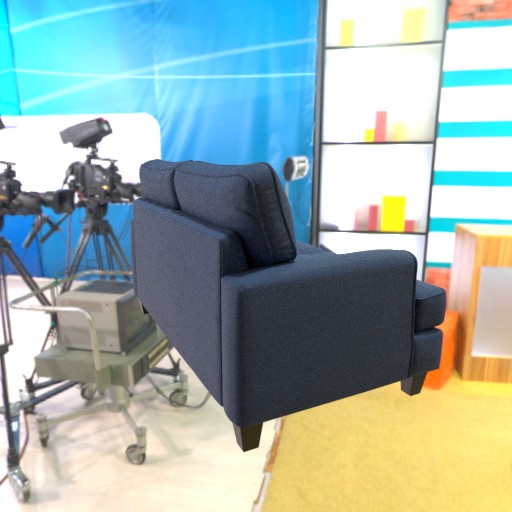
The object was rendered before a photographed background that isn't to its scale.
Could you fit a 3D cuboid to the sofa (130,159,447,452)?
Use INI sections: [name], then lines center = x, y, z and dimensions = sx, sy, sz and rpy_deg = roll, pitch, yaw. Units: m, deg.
[sofa]
center = 0.000, 0.000, 2.259
dimensions = 0.965, 0.965, 1.651
rpy_deg = -6, 14, -26
